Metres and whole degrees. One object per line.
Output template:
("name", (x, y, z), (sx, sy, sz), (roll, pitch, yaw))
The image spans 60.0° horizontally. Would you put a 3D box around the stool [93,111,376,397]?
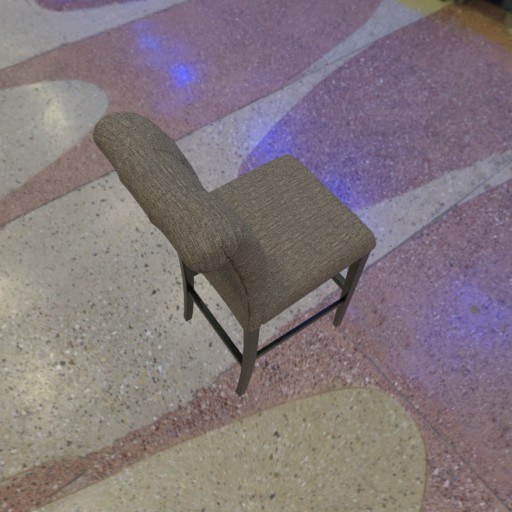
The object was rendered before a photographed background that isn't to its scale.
("stool", (0.000, 0.000, 1.435), (0.613, 1.131, 0.452), (-32, 64, -18))
